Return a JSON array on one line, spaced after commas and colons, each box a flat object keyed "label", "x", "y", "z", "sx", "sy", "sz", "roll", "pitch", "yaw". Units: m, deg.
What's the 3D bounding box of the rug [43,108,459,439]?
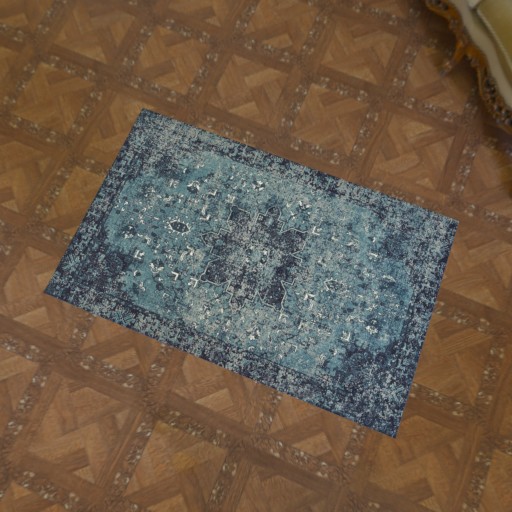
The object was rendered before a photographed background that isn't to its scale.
[{"label": "rug", "x": 0.000, "y": 0.000, "z": 3.016, "sx": 2.440, "sy": 0.007, "sz": 1.525, "roll": 21, "pitch": 75, "yaw": 6}]
